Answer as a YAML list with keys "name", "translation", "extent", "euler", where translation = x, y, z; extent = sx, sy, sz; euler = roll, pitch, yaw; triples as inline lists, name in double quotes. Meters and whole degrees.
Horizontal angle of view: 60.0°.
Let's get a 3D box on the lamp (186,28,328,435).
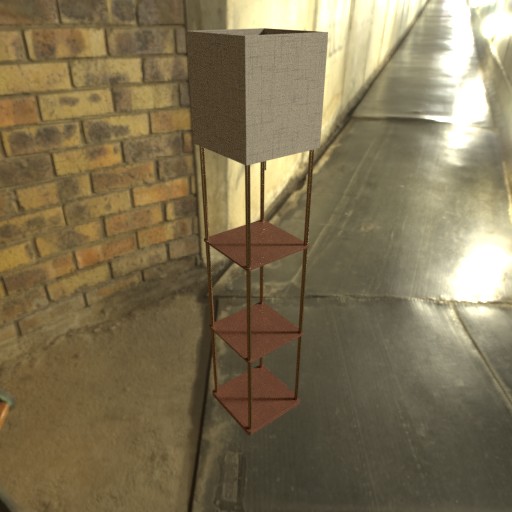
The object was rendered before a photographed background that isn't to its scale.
- name: "lamp"
  translation: [0.000, 0.000, 1.734]
  extent: [0.310, 1.569, 0.308]
  euler: [-21, 36, -32]
